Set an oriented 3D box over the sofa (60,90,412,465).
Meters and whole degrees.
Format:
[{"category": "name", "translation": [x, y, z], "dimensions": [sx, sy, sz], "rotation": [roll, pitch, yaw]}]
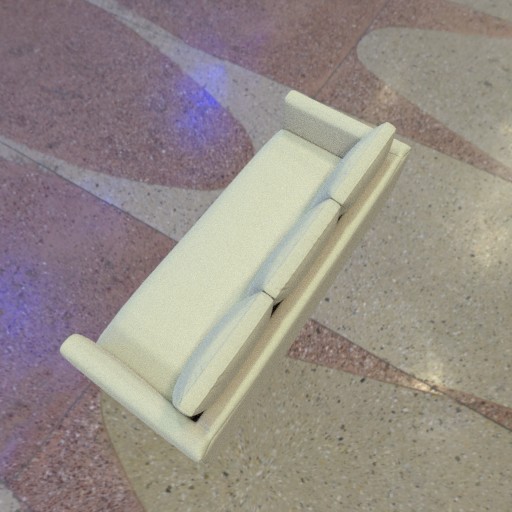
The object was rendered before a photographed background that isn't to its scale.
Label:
[{"category": "sofa", "translation": [0.000, 0.000, 2.685], "dimensions": [0.902, 0.911, 2.198], "rotation": [31, 67, 15]}]
